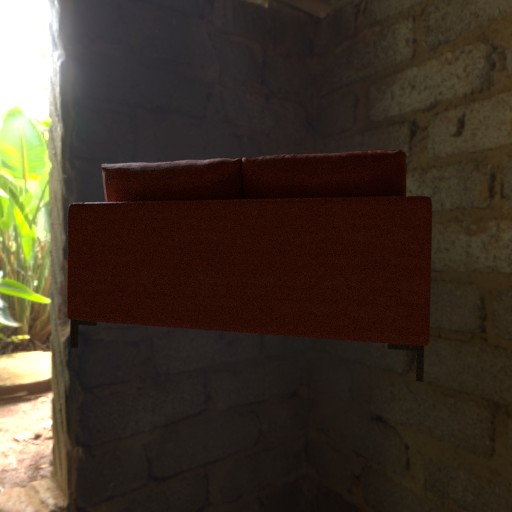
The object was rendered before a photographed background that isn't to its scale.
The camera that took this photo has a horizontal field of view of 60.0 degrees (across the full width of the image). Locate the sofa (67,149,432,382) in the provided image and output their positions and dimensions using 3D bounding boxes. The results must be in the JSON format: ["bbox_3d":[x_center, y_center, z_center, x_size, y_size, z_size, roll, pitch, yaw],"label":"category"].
[{"bbox_3d":[0.000,0.000,2.198,1.574,0.896,0.864,0,1,17],"label":"sofa"}]
